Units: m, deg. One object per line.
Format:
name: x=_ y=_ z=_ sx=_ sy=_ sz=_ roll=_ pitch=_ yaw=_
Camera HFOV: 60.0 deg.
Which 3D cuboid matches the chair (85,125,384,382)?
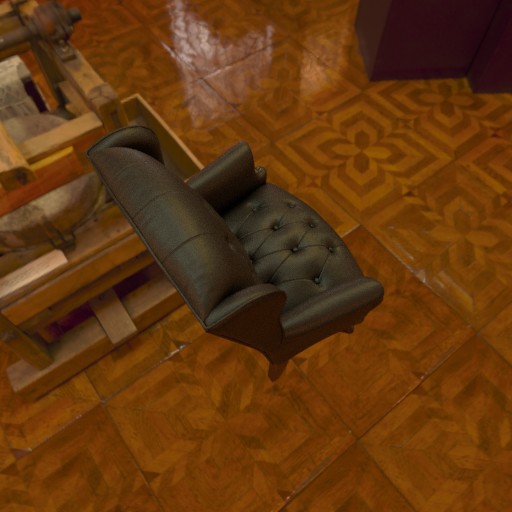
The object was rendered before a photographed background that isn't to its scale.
chair: x=0.000 y=0.000 z=1.655 sx=0.762 sy=1.111 sz=0.838 roll=-31 pitch=64 yaw=-17
